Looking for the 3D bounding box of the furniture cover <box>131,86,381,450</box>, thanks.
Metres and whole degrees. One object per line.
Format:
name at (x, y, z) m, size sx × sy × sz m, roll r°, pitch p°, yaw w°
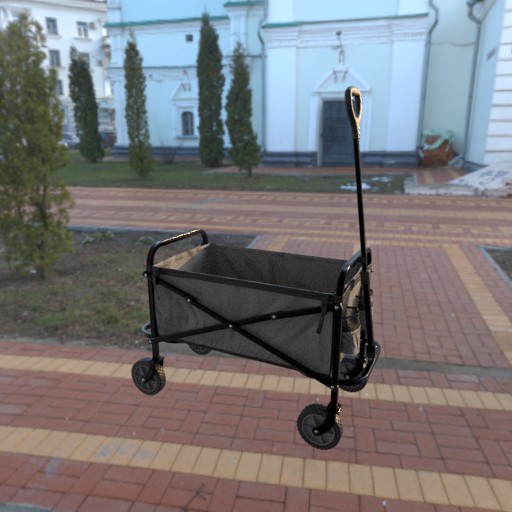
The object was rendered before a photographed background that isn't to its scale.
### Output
furniture cover at (0.000, 0.000, 1.849) m, size 1.038 × 1.295 × 0.532 m, roll 7°, pitch 17°, yaw 25°
